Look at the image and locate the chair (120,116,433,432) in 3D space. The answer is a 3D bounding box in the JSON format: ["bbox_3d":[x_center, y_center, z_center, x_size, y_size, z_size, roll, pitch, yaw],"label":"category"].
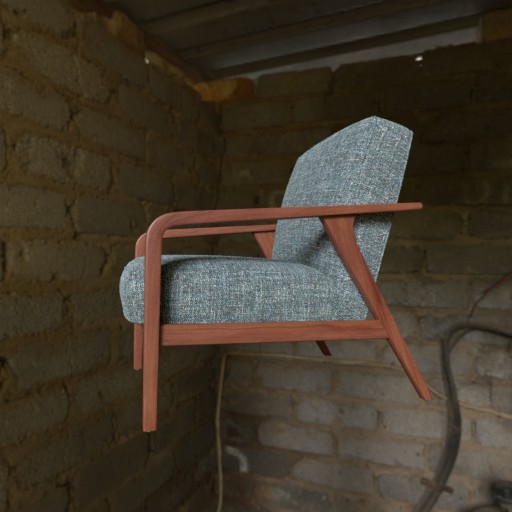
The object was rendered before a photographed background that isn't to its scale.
[{"bbox_3d":[0.000,0.000,1.513,0.889,0.864,0.719,0,-1,-17],"label":"chair"}]
